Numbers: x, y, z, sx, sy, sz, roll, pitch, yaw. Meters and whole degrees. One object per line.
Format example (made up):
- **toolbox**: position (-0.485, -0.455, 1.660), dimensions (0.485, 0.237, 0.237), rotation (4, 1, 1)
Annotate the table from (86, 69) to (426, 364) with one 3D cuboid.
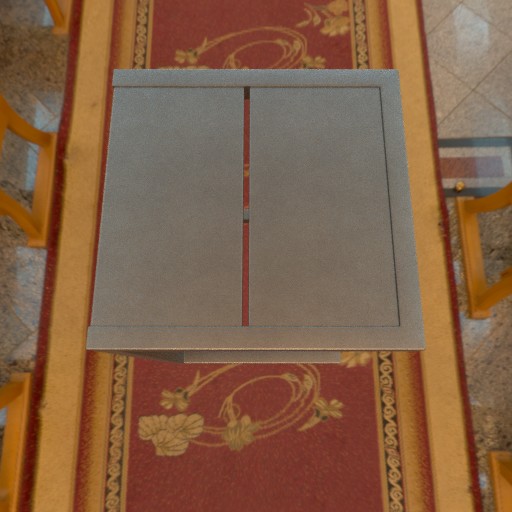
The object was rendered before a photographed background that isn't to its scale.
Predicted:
- **table**: position (0.000, 0.000, 0.892), dimensions (0.420, 0.609, 0.405), rotation (0, 75, 0)
